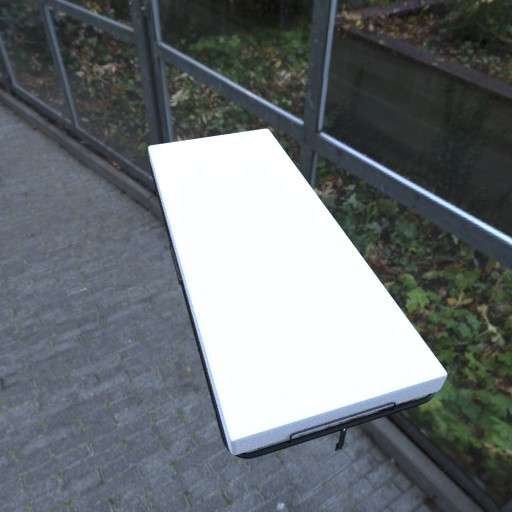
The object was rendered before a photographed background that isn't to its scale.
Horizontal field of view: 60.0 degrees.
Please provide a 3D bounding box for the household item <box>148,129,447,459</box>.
[{"bbox_3d":[0.000,0.000,2.146,0.787,0.356,1.905,-12,44,-13],"label":"household item"}]
